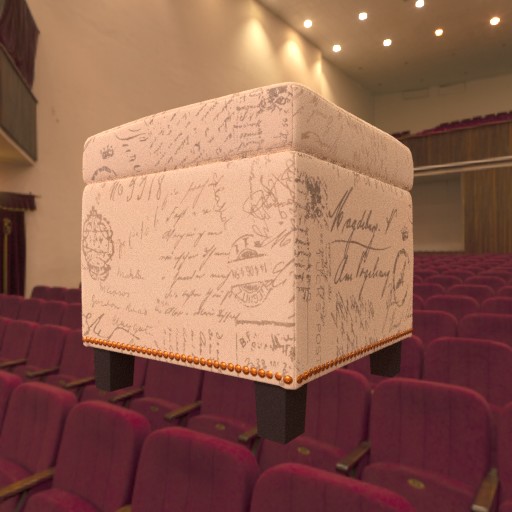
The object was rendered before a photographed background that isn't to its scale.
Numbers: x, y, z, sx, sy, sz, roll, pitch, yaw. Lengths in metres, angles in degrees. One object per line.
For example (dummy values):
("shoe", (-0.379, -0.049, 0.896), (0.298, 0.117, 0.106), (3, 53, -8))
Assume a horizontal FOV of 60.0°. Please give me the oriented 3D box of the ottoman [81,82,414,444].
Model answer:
("ottoman", (0.000, 0.000, 0.817), (0.449, 0.457, 0.450), (0, 0, 37))
